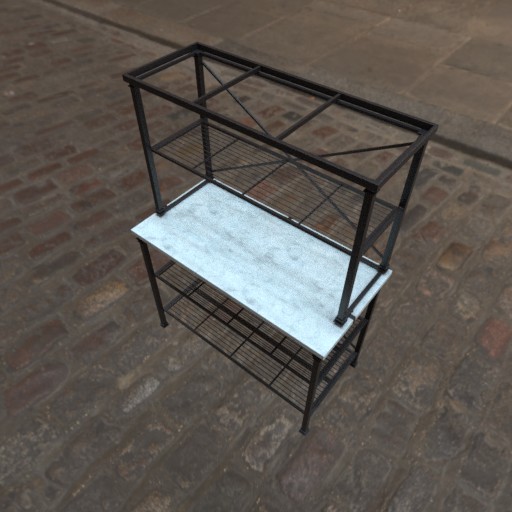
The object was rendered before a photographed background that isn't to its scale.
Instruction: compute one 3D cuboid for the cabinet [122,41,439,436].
[{"bbox_3d":[0.000,0.000,2.271,1.210,1.659,0.610,30,54,26],"label":"cabinet"}]
